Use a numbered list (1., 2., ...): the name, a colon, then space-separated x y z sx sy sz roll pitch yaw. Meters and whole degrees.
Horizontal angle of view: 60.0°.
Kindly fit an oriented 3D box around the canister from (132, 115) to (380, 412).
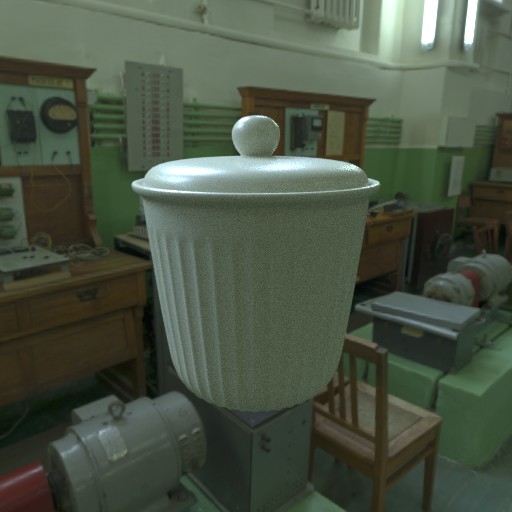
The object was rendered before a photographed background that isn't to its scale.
1. canister: 0.000 0.000 0.348 0.181 0.211 0.181 0 15 0
